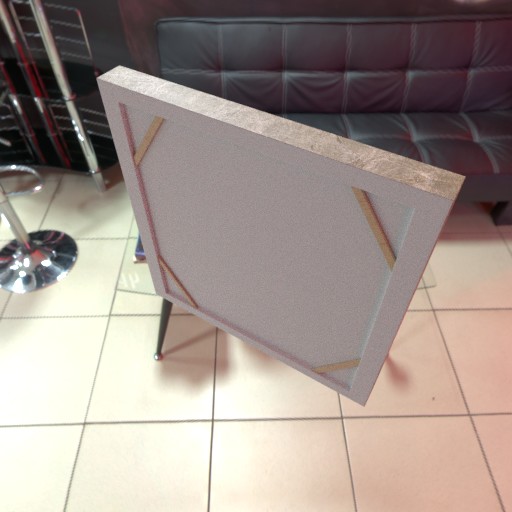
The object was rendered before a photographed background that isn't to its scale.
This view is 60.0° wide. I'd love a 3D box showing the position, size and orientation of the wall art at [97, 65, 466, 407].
[{"bbox_3d":[0.000,0.000,0.597,0.405,0.407,0.038,25,53,21],"label":"wall art"}]
